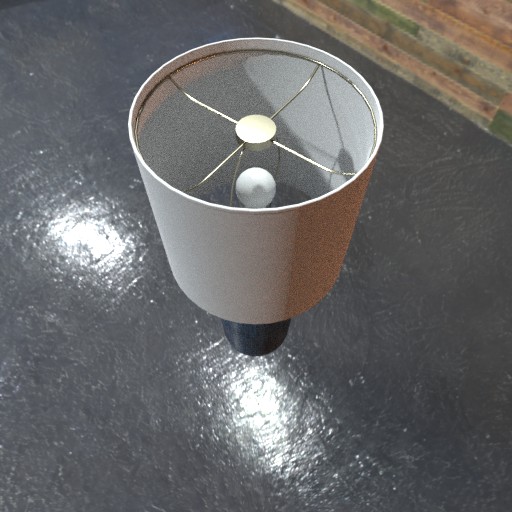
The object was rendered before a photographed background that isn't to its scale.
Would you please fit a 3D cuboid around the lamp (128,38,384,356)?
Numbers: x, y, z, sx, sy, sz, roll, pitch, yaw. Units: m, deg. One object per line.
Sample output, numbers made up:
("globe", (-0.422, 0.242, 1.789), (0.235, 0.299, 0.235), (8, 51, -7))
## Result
("lamp", (0.000, 0.000, 0.588), (0.220, 0.475, 0.220), (-35, 64, -20))
